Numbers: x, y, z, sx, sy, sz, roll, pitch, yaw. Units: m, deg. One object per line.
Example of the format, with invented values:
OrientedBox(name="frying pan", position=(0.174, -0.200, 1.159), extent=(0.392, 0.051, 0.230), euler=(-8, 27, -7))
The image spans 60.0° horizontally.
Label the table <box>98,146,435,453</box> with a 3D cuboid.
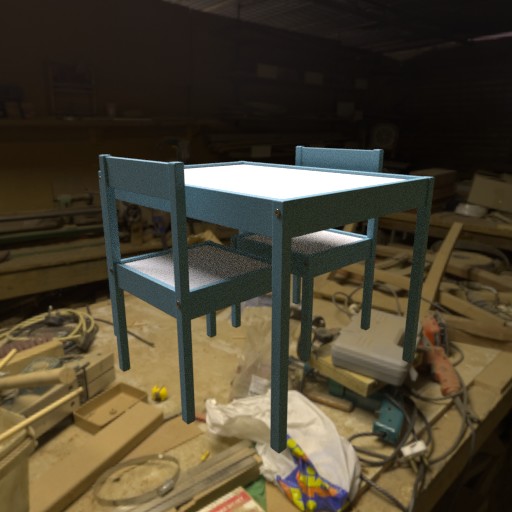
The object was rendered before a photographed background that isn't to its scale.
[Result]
OrientedBox(name="table", position=(0.000, 0.000, 1.100), extent=(0.633, 0.503, 0.639), euler=(-15, 22, -41))
